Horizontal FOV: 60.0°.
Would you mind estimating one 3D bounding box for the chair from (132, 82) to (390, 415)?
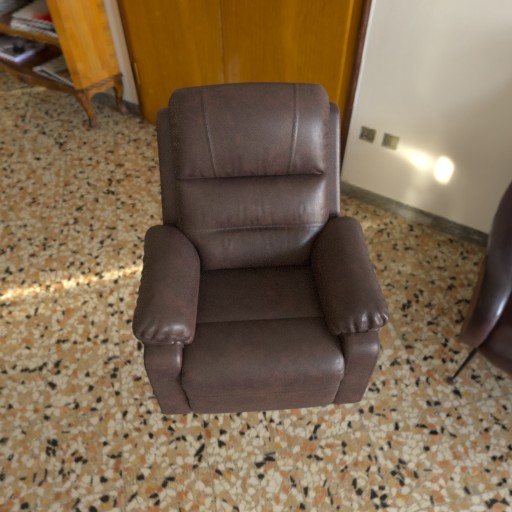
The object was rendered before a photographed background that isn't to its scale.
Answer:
[{"bbox_3d":[0.000,0.000,1.692,0.855,0.992,0.919,-3,49,-2],"label":"chair"}]
